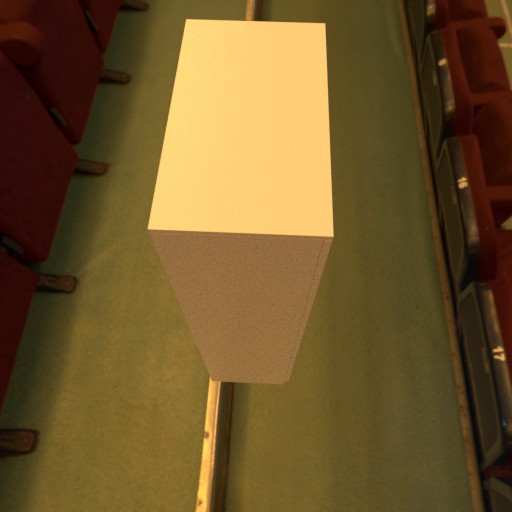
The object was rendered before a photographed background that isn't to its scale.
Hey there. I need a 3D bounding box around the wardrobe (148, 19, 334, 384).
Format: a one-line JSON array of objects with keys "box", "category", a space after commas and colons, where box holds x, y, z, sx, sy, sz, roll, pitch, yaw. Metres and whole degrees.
[{"box": [0.000, 0.000, 1.955, 0.470, 1.700, 0.760, 2, 63, 1], "category": "wardrobe"}]
